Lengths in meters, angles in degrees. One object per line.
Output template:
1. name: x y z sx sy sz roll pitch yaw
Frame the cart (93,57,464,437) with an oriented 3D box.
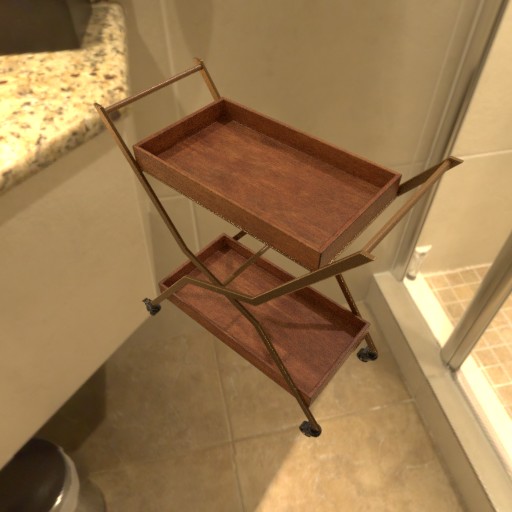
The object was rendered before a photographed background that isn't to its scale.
1. cart: 0.000 0.000 1.342 0.836 0.869 0.405 32 55 26
